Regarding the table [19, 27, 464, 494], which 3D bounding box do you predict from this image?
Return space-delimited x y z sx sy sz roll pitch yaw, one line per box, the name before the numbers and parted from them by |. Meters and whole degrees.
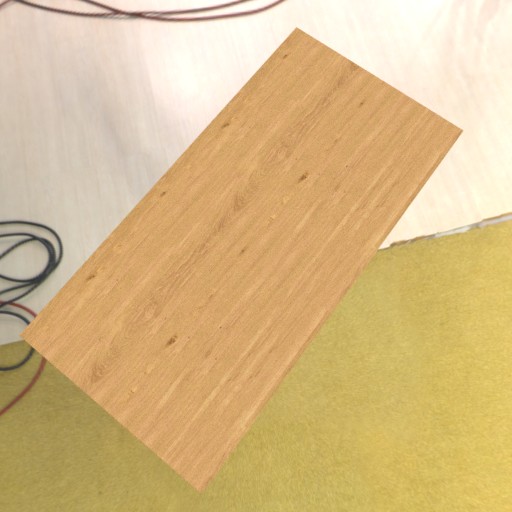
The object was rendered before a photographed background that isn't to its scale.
table | 0.000 0.000 1.122 0.450 0.452 0.899 36 77 9
